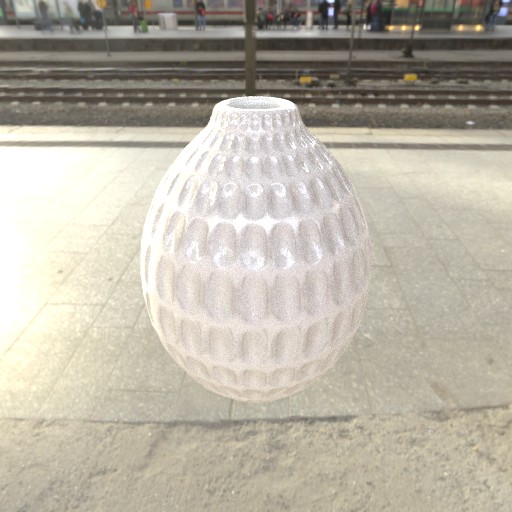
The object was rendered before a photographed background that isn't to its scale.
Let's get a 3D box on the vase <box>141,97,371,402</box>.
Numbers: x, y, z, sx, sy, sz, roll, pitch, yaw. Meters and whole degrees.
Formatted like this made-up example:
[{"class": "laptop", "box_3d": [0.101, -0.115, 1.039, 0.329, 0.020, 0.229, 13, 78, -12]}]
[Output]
[{"class": "vase", "box_3d": [0.000, 0.000, 0.251, 0.128, 0.167, 0.128, 0, 29, 0]}]
